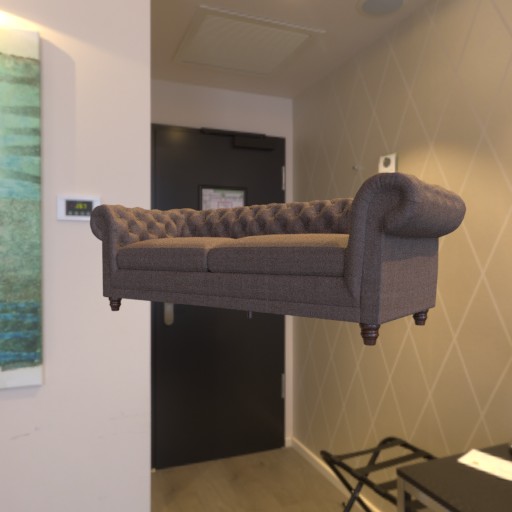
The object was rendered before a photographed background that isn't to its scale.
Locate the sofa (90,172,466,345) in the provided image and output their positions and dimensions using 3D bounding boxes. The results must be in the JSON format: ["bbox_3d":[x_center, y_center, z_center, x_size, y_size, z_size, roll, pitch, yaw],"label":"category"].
[{"bbox_3d":[0.000,0.000,2.869,2.385,0.787,0.944,0,0,38],"label":"sofa"}]
